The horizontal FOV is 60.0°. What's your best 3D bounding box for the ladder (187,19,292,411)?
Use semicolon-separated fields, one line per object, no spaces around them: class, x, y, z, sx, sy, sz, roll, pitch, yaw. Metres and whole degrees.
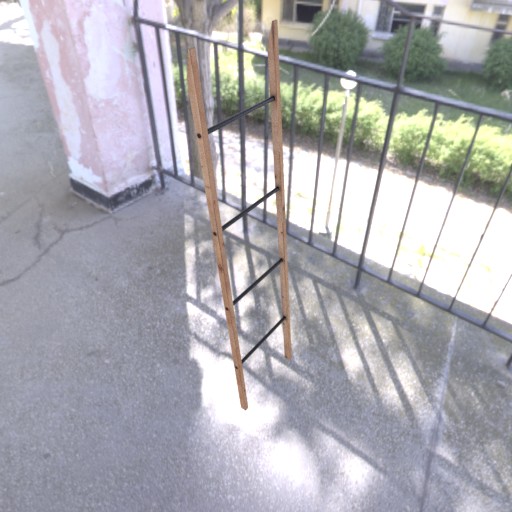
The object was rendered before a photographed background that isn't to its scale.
ladder;0.000;0.000;1.973;0.200;1.805;0.442;27;48;28
